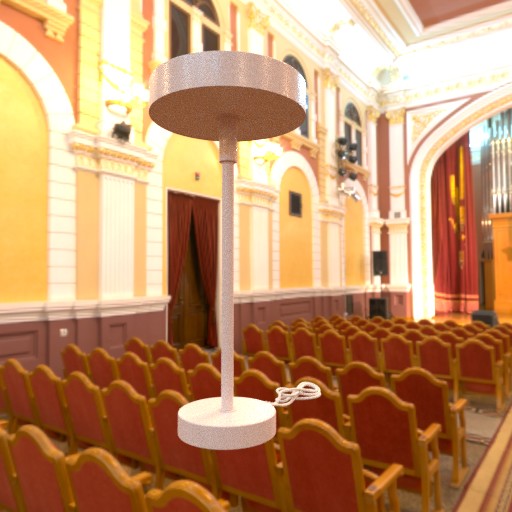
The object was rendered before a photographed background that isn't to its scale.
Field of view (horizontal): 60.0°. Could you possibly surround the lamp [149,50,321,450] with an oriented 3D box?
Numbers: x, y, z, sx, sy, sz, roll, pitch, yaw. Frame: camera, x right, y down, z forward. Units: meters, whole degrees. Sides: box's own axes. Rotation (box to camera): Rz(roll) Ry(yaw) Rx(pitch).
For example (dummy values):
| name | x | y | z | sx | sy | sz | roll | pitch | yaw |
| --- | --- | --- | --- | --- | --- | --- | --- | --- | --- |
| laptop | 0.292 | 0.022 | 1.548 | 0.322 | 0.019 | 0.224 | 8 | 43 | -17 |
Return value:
| name | x | y | z | sx | sy | sz | roll | pitch | yaw |
| --- | --- | --- | --- | --- | --- | --- | --- | --- | --- |
| lamp | 0.000 | 0.000 | 0.704 | 0.229 | 0.508 | 0.369 | -2 | -3 | 36 |
